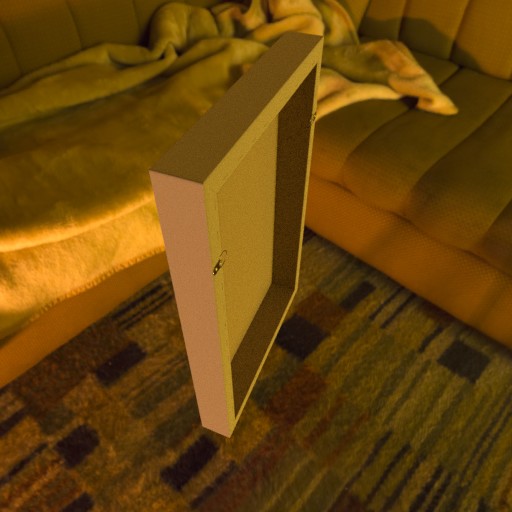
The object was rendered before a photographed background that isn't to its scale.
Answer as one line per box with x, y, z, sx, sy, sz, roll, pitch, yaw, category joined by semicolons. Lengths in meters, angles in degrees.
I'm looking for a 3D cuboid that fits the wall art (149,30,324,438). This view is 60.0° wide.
0.000;0.000;0.487;0.039;0.381;0.252;17;48;15;wall art
